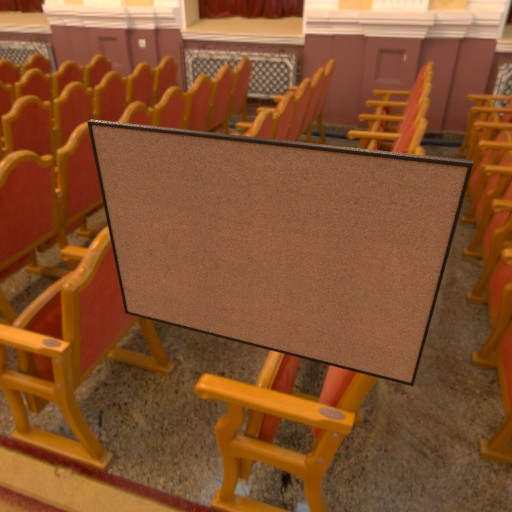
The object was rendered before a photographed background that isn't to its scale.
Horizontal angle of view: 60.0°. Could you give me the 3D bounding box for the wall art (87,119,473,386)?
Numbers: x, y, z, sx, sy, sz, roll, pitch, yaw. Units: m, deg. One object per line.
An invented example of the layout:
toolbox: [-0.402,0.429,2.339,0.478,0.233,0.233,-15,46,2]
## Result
wall art: [0.000,0.000,1.232,0.957,0.660,0.019,11,33,17]
